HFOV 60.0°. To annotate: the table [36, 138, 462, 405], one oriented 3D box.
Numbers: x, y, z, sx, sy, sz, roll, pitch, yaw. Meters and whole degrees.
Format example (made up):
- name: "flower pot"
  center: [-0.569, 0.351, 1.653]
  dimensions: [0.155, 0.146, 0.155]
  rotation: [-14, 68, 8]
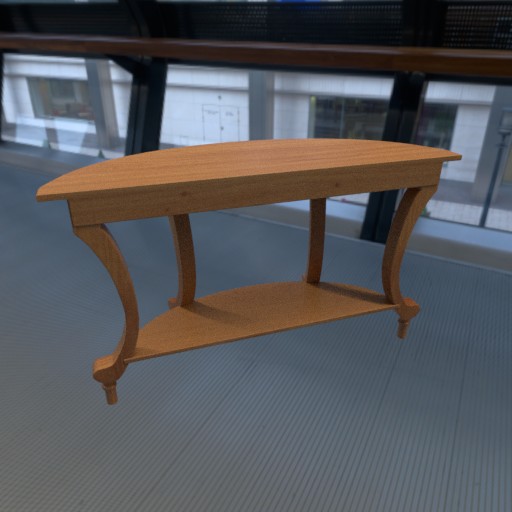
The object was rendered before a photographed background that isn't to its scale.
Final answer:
- name: "table"
  center: [0.000, 0.000, 1.509]
  dimensions: [1.198, 0.692, 0.394]
  rotation: [-8, 28, -16]
